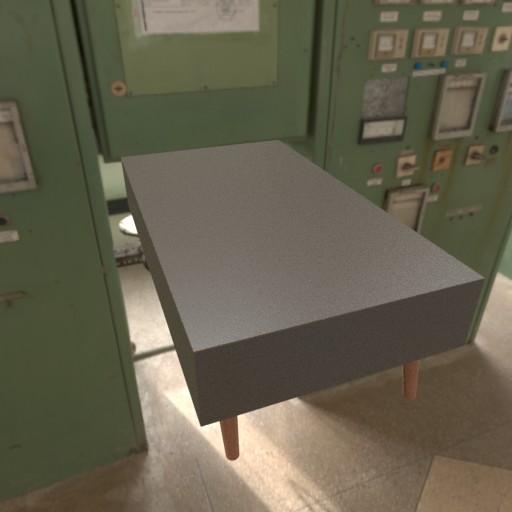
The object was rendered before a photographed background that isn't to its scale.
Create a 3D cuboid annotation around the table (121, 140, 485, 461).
[{"bbox_3d":[0.000,0.000,1.504,0.703,0.404,1.201,-11,32,-18],"label":"table"}]
